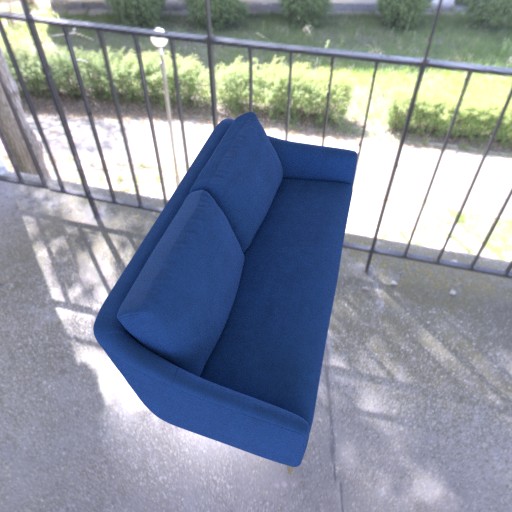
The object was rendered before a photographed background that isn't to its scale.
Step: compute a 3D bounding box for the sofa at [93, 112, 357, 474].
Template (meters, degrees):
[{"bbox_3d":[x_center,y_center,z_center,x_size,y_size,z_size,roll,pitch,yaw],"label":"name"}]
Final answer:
[{"bbox_3d":[0.000,0.000,2.557,0.960,0.903,2.036,10,46,10],"label":"sofa"}]
